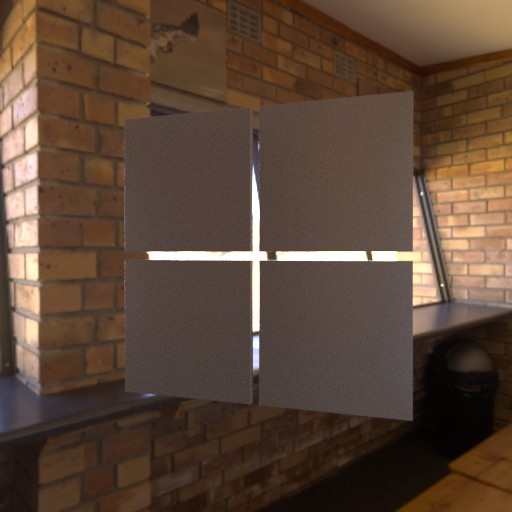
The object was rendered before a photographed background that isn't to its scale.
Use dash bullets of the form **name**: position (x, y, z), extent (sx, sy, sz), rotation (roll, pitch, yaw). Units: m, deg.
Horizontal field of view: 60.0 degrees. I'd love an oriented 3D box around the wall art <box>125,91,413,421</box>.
- **wall art**: position (0.000, 0.000, 1.675), extent (1.118, 1.118, 0.029), rotation (0, 0, 17)
